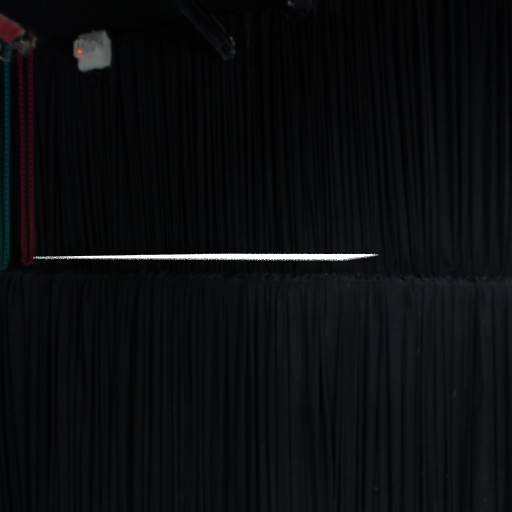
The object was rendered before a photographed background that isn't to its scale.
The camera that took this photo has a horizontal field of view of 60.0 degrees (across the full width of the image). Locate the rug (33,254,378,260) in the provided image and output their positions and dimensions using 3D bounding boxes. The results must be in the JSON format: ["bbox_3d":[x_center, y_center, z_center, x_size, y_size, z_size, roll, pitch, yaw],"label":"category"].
[{"bbox_3d":[0.000,0.000,3.108,1.528,0.010,2.440,0,1,19],"label":"rug"}]
